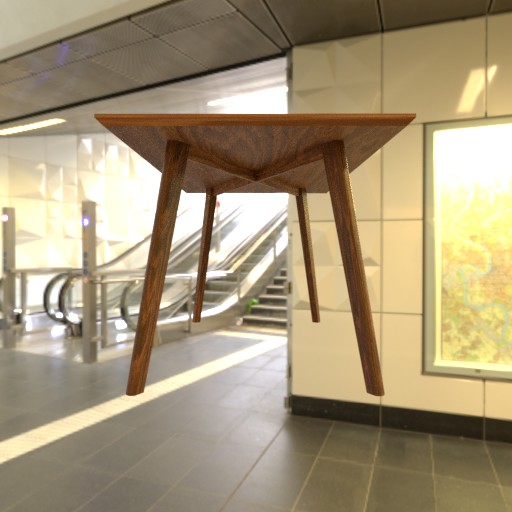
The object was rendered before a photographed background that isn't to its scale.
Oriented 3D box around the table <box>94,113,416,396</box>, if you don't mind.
[{"bbox_3d":[0.000,0.000,1.780,0.801,0.724,1.349,0,1,0],"label":"table"}]
